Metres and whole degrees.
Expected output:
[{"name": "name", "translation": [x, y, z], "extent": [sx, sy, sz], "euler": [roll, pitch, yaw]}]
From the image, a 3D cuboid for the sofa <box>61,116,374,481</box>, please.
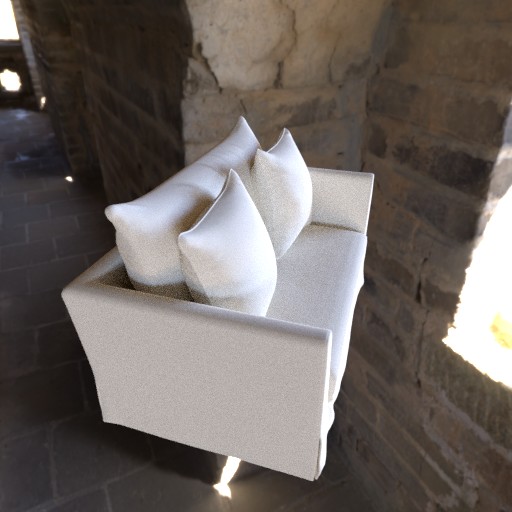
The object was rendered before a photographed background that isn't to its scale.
[{"name": "sofa", "translation": [0.000, 0.000, 2.213], "extent": [1.026, 1.039, 1.608], "euler": [9, 31, 15]}]
